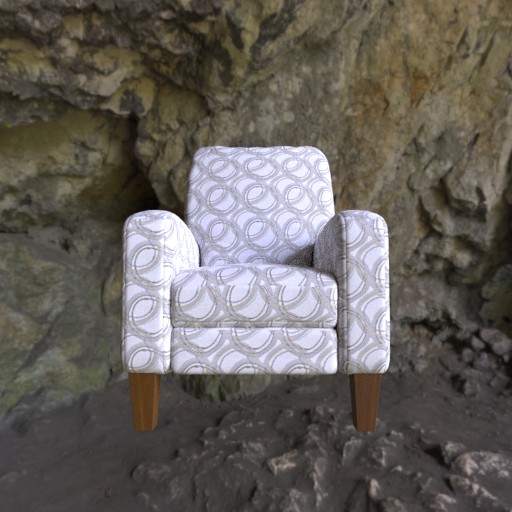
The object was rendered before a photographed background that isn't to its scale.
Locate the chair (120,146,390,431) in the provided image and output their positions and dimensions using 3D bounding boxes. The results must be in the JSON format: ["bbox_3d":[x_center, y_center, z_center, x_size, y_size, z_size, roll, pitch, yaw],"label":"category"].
[{"bbox_3d":[0.000,0.000,1.782,0.796,1.065,0.995,0,-2,0],"label":"chair"}]
